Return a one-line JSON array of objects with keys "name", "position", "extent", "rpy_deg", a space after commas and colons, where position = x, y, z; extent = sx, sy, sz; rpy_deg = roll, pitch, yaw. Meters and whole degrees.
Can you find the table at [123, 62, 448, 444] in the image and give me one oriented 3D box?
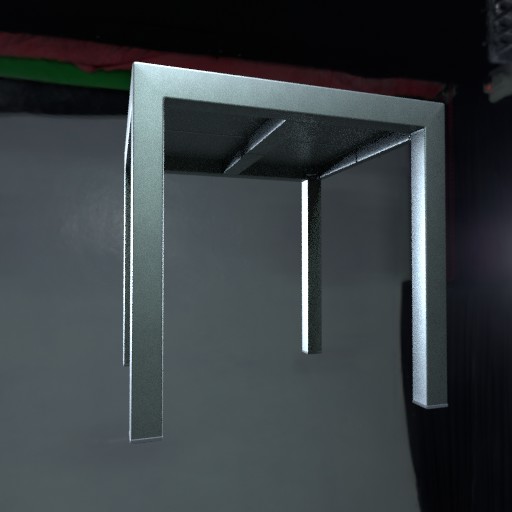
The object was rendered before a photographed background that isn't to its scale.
[{"name": "table", "position": [0.000, 0.000, 0.904], "extent": [0.508, 0.508, 0.508], "rpy_deg": [0, -1, -18]}]
